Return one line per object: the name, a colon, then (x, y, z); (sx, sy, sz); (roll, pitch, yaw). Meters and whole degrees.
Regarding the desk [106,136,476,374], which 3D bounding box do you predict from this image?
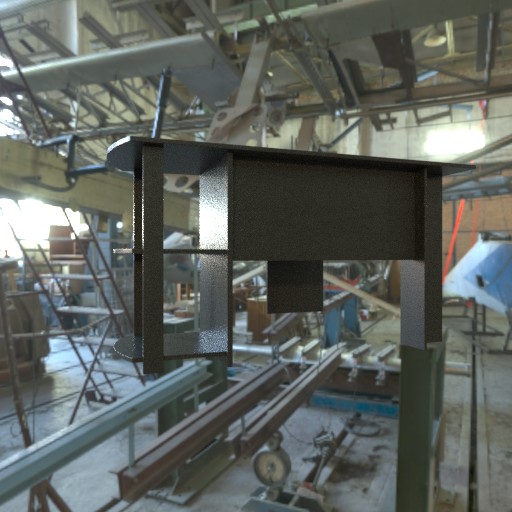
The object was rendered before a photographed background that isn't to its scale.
desk: (0.000, 0.000, 2.118); (1.361, 0.716, 1.303); (0, 0, -19)
